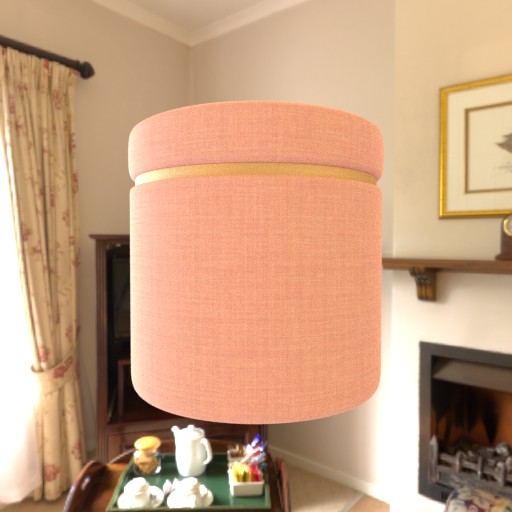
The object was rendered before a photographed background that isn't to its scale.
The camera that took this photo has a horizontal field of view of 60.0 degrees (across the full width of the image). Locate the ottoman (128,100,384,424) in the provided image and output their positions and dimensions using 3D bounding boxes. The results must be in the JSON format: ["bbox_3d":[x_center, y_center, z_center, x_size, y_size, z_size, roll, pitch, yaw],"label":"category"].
[{"bbox_3d":[0.000,0.000,0.726,0.400,0.406,0.400,0,1,0],"label":"ottoman"}]
